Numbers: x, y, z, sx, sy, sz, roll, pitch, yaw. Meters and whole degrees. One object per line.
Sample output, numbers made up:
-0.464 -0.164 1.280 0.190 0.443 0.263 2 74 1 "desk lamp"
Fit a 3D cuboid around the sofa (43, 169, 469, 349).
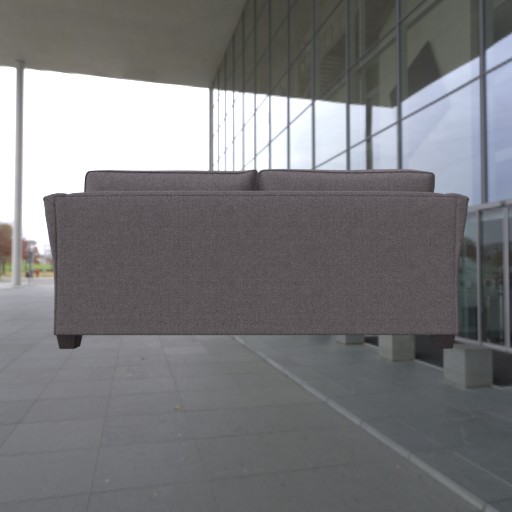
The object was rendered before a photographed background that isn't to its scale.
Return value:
0.000 0.000 2.760 2.203 0.976 1.013 0 -2 0 "sofa"
